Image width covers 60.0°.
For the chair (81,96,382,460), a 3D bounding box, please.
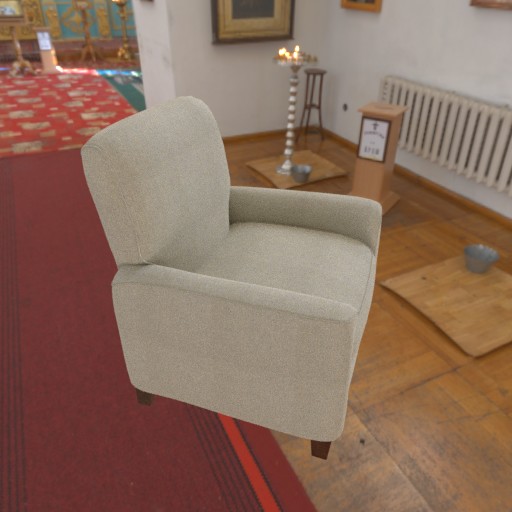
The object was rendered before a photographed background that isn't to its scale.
[{"bbox_3d":[0.000,0.000,1.615,0.853,1.006,0.850,10,32,17],"label":"chair"}]
